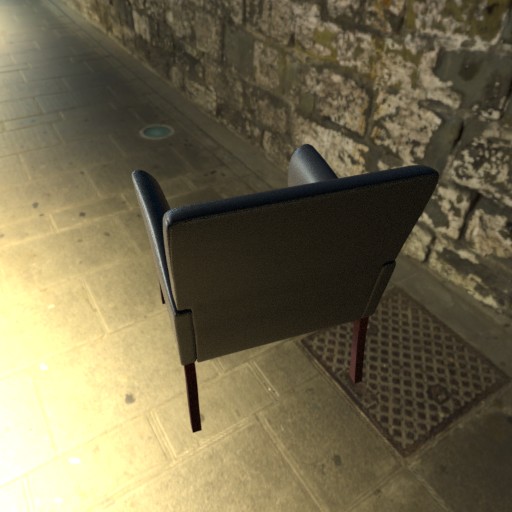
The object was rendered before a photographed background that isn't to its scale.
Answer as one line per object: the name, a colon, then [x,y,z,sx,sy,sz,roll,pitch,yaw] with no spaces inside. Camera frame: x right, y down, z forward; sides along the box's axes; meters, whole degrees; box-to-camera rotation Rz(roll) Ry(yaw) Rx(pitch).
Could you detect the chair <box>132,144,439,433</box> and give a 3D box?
chair: [0.000,0.000,1.490,0.683,0.951,0.772,-12,42,-14]
